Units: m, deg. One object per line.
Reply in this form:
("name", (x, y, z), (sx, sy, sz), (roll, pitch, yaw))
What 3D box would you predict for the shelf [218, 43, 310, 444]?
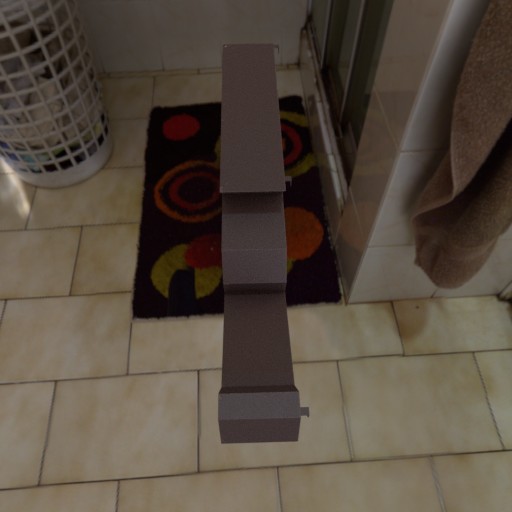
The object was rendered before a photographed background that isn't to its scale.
("shelf", (0.000, 0.000, 0.880), (0.112, 0.439, 0.729), (-1, 58, -1))
